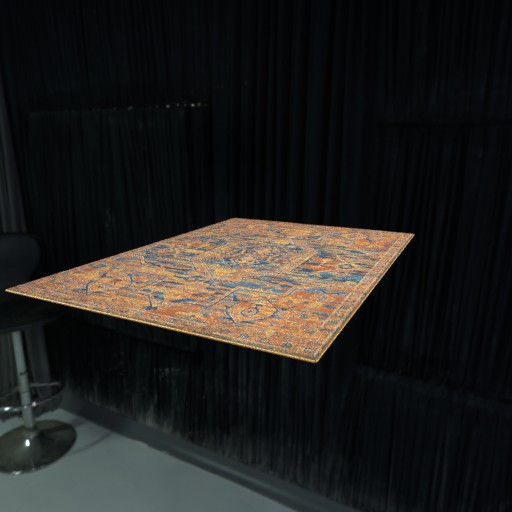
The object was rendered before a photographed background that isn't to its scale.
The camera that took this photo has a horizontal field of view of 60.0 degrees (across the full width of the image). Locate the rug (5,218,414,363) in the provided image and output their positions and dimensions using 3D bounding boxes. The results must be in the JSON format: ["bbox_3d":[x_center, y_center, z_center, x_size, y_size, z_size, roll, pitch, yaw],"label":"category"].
[{"bbox_3d":[0.000,0.000,3.578,2.043,0.019,2.916,7,16,26],"label":"rug"}]
